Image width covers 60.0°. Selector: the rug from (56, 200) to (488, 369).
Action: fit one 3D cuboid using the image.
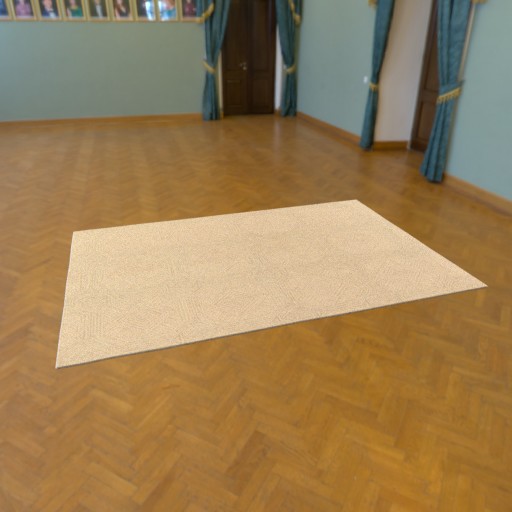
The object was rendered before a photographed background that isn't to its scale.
[{"bbox_3d":[0.000,0.000,2.297,1.839,0.009,1.236,-8,28,-16],"label":"rug"}]
